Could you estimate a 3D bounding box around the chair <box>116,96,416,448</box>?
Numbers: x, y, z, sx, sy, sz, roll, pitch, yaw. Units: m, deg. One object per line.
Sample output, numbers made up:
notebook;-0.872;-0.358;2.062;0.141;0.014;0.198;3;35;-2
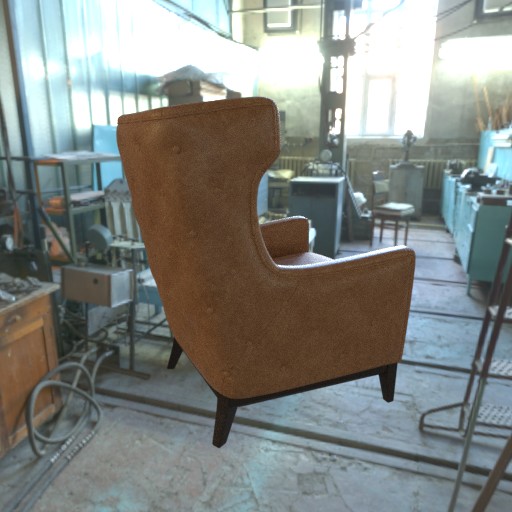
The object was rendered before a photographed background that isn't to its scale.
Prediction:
chair;0.000;0.000;1.668;0.899;1.079;0.766;-8;17;-26
